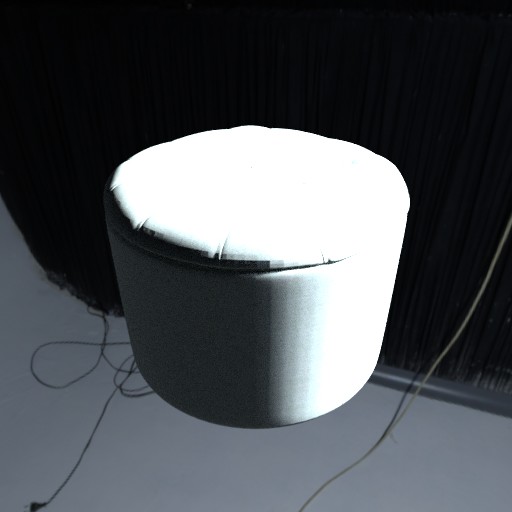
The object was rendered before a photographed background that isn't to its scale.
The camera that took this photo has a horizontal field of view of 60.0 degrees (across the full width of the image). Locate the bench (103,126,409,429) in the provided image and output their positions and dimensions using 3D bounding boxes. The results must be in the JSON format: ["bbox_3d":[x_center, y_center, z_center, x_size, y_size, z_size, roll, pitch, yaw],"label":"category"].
[{"bbox_3d":[0.000,0.000,0.992,0.600,0.453,0.600,0,32,0],"label":"bench"}]
